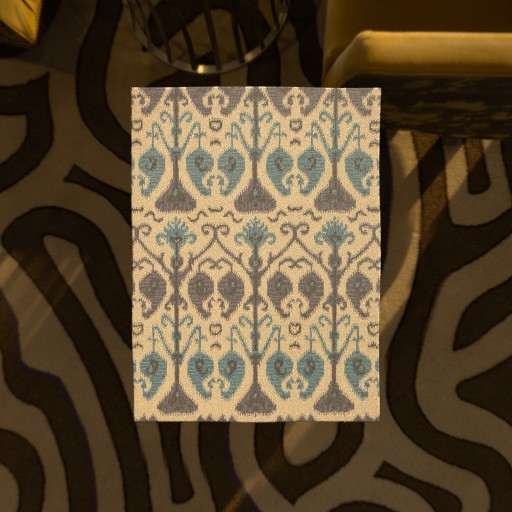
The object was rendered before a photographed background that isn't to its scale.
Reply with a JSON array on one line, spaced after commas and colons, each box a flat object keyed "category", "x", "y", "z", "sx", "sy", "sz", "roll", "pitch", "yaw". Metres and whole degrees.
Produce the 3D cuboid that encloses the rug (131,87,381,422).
[{"category": "rug", "x": 0.000, "y": 0.000, "z": 2.988, "sx": 1.676, "sy": 0.013, "sz": 2.261, "roll": 0, "pitch": 91, "yaw": 0}]
